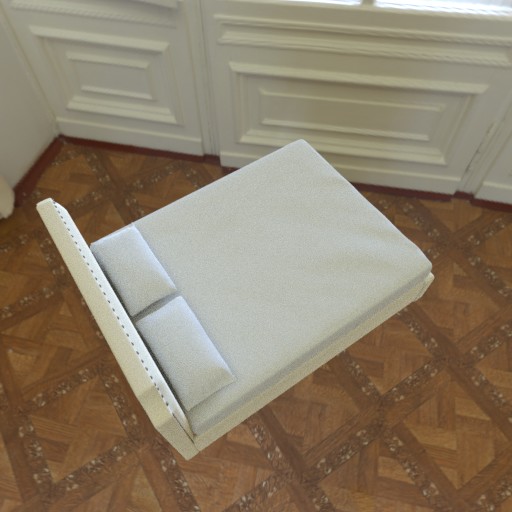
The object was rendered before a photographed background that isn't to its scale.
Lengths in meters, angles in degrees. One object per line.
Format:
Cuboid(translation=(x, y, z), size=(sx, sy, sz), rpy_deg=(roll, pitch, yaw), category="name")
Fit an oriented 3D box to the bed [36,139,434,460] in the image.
Cuboid(translation=(0.000, 0.000, 3.362), size=(2.329, 1.415, 1.703), rpy_deg=(-30, 63, -17), category="bed")
